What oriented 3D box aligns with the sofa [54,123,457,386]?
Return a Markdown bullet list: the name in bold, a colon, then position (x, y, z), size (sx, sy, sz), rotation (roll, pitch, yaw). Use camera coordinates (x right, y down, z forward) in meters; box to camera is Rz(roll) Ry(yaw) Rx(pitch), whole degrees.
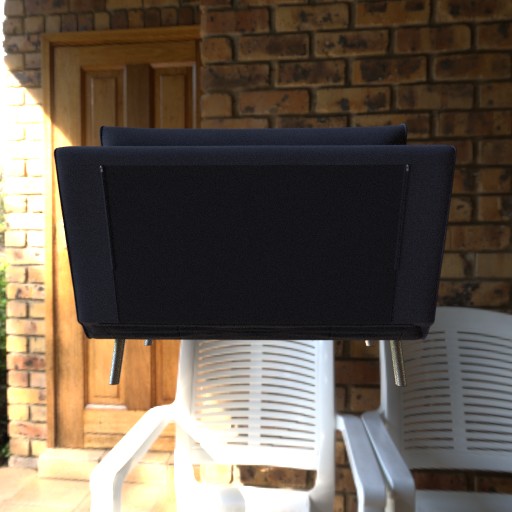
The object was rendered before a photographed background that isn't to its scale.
- **sofa**: position (0.000, 0.000, 1.771), size (1.220, 0.910, 0.910), rotation (0, 2, 1)
